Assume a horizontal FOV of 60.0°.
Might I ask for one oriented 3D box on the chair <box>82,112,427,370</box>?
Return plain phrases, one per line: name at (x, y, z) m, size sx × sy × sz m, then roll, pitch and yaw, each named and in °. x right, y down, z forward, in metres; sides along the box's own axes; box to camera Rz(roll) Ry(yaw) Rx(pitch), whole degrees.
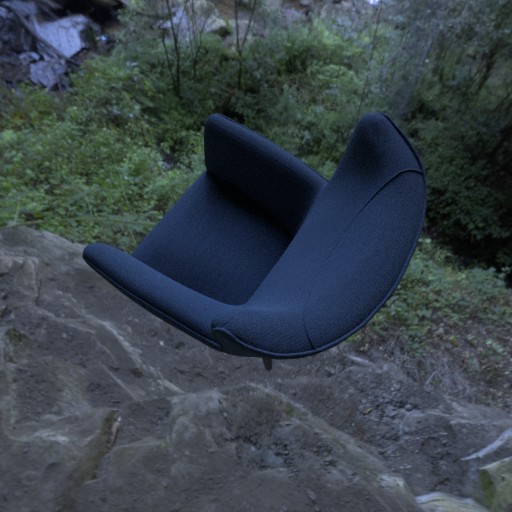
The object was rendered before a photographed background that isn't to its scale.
chair at (0.000, 0.000, 1.565) m, size 0.888 × 0.933 × 0.781 m, roll 31°, pitch 68°, yaw 14°
